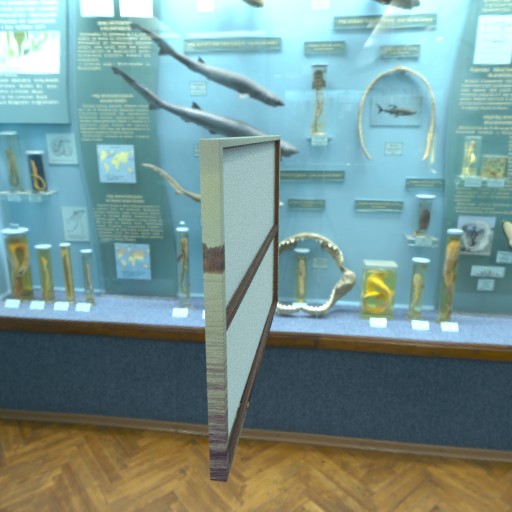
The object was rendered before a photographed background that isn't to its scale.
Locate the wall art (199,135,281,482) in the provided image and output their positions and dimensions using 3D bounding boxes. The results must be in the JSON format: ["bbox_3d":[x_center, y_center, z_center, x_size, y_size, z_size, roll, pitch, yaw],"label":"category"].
[{"bbox_3d":[0.000,0.000,1.466,0.040,0.765,1.149,2,16,8],"label":"wall art"}]
